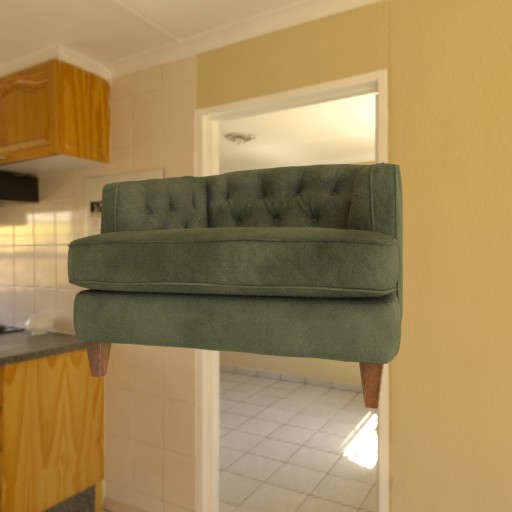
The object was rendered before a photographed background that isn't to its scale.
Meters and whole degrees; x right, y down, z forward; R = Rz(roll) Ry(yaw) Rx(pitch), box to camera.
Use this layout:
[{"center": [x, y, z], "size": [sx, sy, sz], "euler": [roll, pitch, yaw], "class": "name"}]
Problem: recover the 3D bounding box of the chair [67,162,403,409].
[{"center": [0.000, 0.000, 1.750], "size": [1.104, 0.852, 0.941], "euler": [0, 0, 20], "class": "chair"}]
